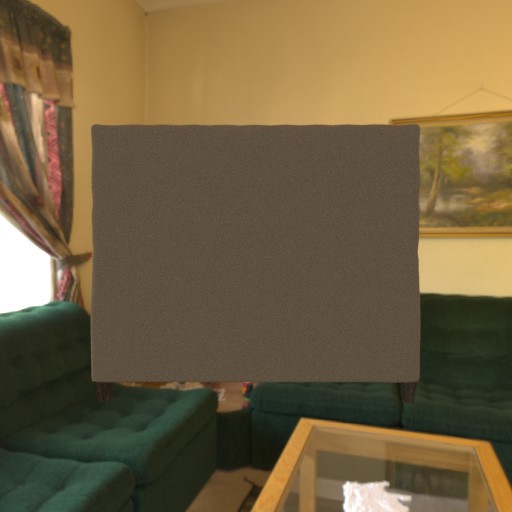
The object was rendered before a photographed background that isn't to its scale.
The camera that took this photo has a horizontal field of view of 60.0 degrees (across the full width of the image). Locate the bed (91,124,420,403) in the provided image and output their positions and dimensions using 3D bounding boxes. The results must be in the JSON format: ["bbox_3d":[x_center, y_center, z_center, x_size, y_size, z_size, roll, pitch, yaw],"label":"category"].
[{"bbox_3d":[0.000,0.000,3.421,1.698,1.427,2.387,0,2,0],"label":"bed"}]
